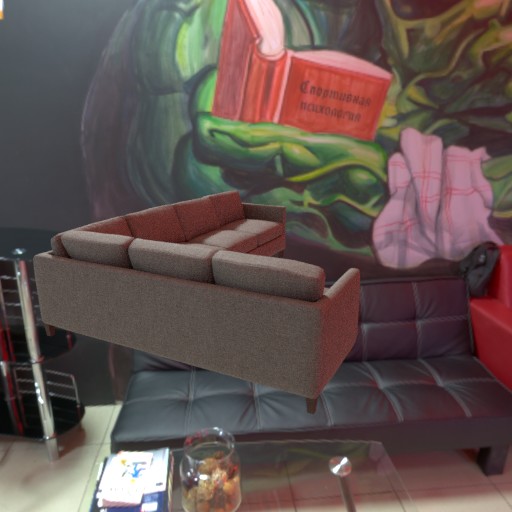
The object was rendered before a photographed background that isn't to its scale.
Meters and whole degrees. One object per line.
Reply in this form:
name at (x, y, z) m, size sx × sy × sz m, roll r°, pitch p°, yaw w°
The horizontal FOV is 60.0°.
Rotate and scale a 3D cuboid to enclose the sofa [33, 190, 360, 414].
sofa at (0.000, 0.000, 4.610) m, size 2.593 × 0.947 × 3.302 m, roll 8°, pitch 18°, yaw 26°
